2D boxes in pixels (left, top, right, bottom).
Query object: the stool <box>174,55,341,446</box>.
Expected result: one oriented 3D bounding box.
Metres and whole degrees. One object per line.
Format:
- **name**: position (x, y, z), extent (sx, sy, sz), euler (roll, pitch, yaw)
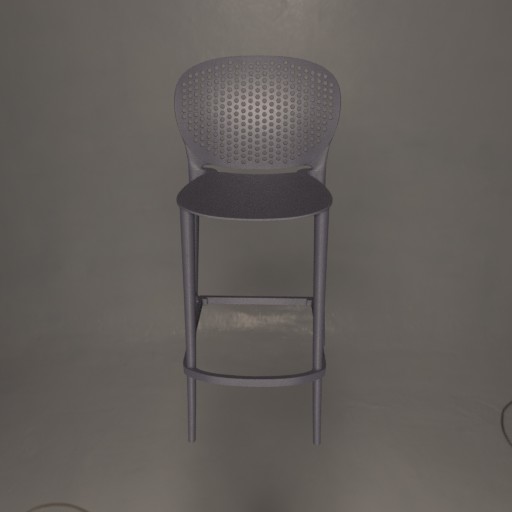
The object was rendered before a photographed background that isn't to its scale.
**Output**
- **stool**: position (0.000, 0.000, 1.318), extent (0.536, 1.045, 0.535), euler (1, 29, 1)
